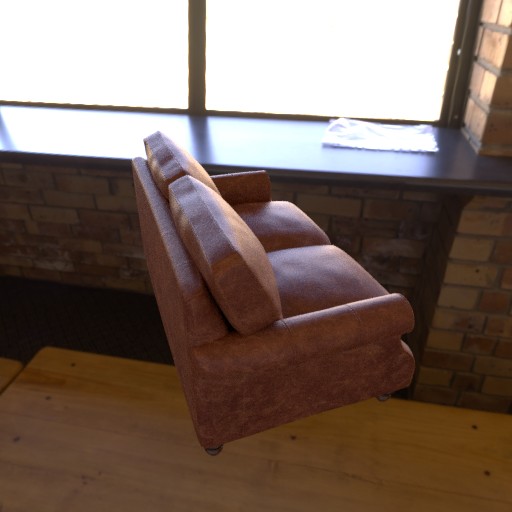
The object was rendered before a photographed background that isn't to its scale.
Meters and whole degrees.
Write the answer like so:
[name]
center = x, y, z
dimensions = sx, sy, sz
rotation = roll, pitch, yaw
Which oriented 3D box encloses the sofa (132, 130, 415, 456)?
[sofa]
center = 0.000, 0.000, 2.228
dimensions = 0.990, 0.967, 1.616
rotation = -11, 32, -17
